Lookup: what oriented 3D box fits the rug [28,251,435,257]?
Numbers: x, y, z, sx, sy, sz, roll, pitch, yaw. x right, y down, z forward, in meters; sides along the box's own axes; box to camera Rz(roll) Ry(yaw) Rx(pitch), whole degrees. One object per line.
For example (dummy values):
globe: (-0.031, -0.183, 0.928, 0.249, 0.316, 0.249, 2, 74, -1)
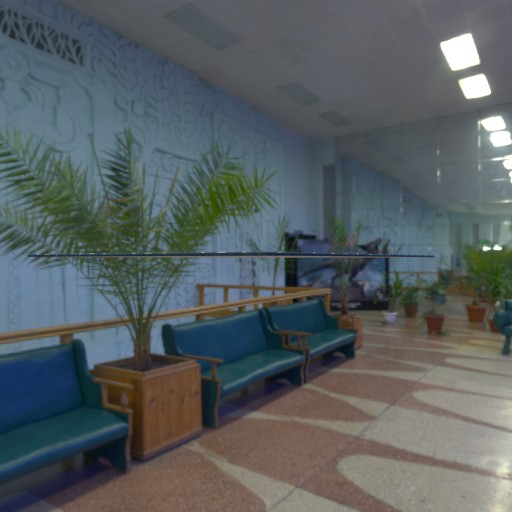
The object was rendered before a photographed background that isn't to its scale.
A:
rug: (0.000, 0.000, 3.907, 2.270, 0.020, 2.881, 0, 0, 37)
